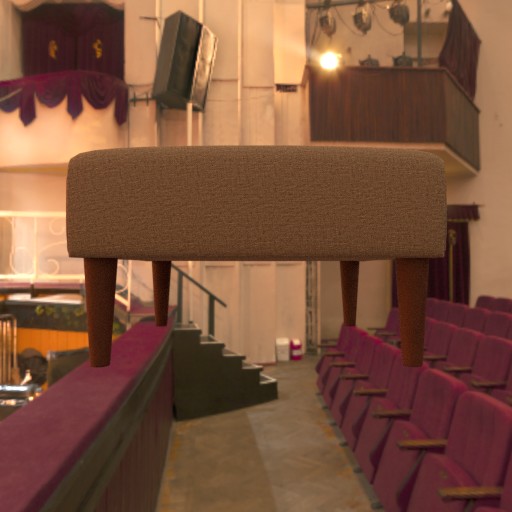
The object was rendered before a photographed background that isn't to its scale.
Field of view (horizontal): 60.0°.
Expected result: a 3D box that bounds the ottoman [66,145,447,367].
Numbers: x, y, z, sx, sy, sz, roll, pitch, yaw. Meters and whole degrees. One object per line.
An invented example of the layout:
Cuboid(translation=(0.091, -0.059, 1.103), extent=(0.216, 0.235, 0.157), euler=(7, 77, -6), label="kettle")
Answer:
Cuboid(translation=(0.000, 0.000, 1.046), extent=(0.650, 0.398, 0.649), euler=(0, -1, 0), label="ottoman")
